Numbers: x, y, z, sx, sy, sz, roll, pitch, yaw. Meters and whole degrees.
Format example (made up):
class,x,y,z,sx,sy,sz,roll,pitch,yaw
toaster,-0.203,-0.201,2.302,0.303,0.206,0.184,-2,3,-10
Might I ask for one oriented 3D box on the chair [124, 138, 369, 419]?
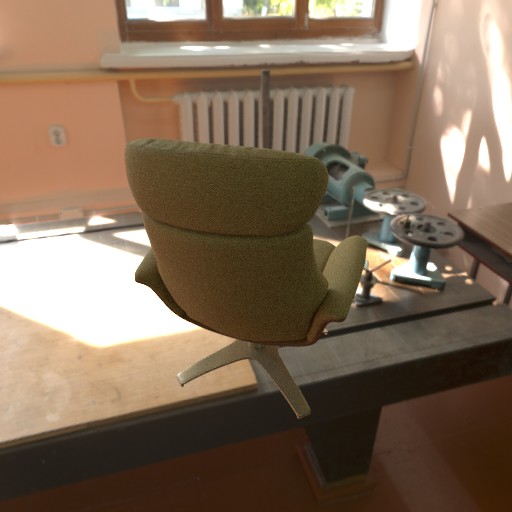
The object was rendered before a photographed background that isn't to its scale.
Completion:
class,x,y,z,sx,sy,sz,roll,pitch,yaw
chair,0.000,0.000,1.598,0.785,0.995,0.837,9,31,16
